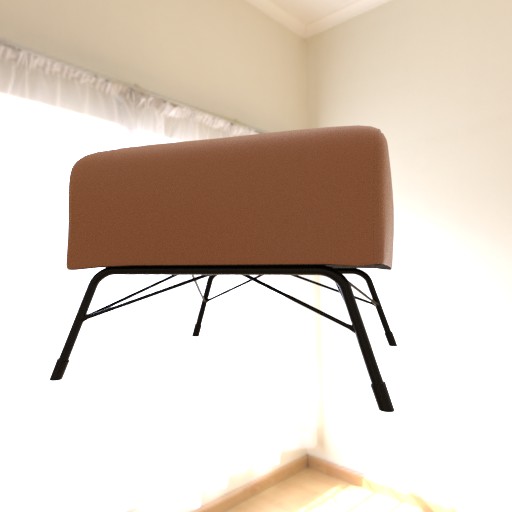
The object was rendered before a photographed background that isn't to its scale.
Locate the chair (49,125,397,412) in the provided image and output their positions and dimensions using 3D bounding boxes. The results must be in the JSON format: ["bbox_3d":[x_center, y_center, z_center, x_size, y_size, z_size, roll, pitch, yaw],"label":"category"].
[{"bbox_3d":[0.000,0.000,0.884,0.530,0.410,0.530,-1,-2,18],"label":"chair"}]
